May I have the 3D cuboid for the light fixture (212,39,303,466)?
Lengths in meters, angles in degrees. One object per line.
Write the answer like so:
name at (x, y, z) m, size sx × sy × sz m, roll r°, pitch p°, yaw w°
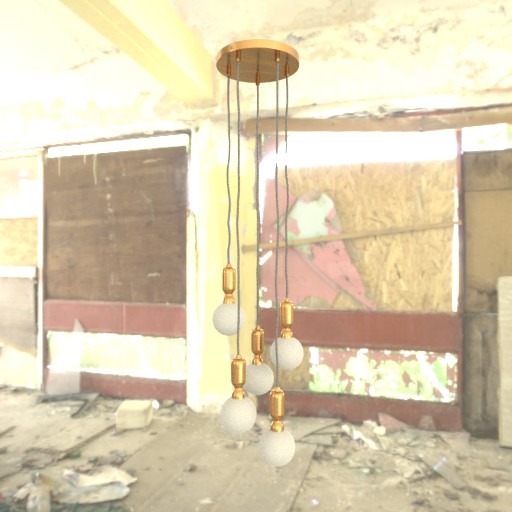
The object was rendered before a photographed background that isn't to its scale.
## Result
light fixture at (0.000, 0.000, 0.512) m, size 0.108 × 0.457 × 0.105 m, roll 0°, pitch 0°, yaw 36°
